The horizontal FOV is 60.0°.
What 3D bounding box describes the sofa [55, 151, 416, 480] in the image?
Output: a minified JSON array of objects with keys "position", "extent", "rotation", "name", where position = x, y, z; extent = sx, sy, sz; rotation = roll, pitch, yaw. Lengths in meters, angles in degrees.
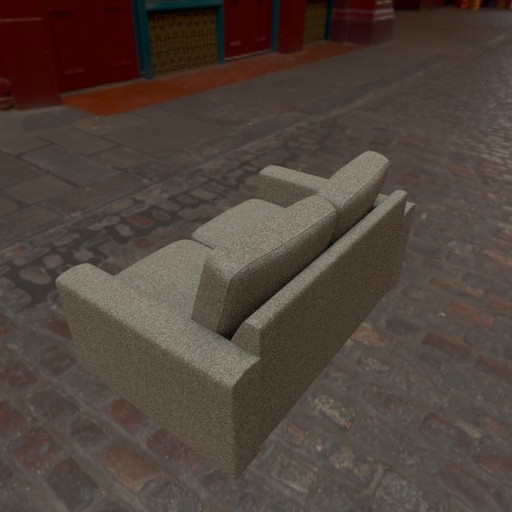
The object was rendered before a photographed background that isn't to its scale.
[{"position":[0.000,0.000,2.238],"extent":[1.016,0.873,1.616],"rotation":[22,39,30],"name":"sofa"}]
